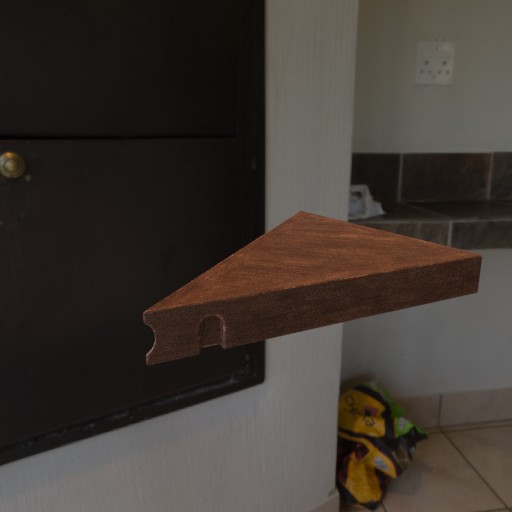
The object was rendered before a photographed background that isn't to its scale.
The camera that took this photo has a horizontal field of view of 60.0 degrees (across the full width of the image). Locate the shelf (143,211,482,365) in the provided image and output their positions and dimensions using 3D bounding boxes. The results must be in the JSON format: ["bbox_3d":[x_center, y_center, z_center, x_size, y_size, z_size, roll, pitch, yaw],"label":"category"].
[{"bbox_3d":[0.000,0.000,0.453,0.296,0.035,0.296,-7,16,-26],"label":"shelf"}]
